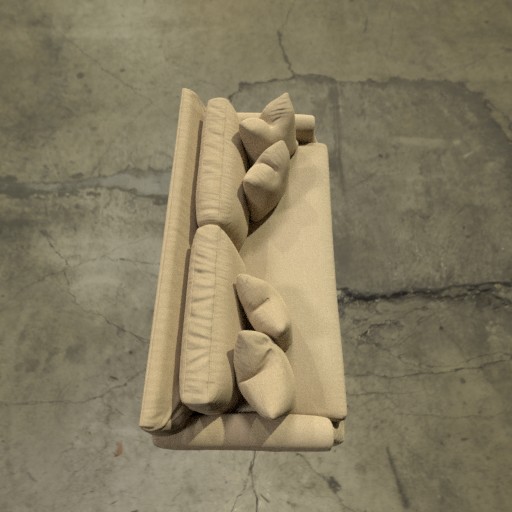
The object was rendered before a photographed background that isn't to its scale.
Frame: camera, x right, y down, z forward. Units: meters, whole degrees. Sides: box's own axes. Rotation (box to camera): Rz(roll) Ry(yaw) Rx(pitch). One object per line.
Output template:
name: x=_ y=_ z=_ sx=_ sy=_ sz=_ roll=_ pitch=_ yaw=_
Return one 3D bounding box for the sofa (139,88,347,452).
sofa: x=0.000 y=0.000 z=2.820 sx=1.067 sy=0.904 sz=2.285 roll=1 pitch=63 yaw=0
